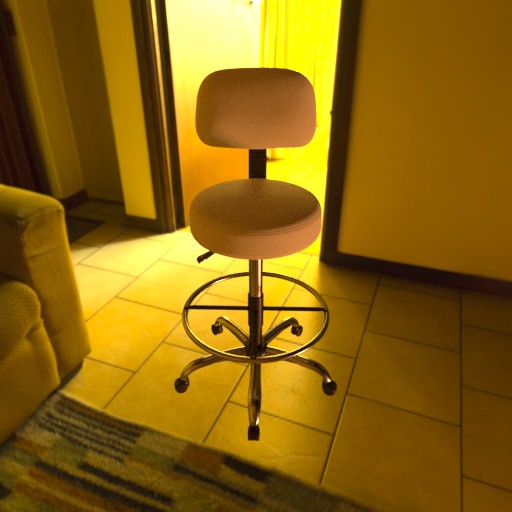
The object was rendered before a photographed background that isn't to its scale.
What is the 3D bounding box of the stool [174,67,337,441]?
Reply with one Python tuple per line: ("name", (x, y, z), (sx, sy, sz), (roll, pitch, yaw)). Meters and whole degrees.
("stool", (0.000, 0.000, 1.459), (0.609, 1.080, 0.616), (1, 30, 1))
